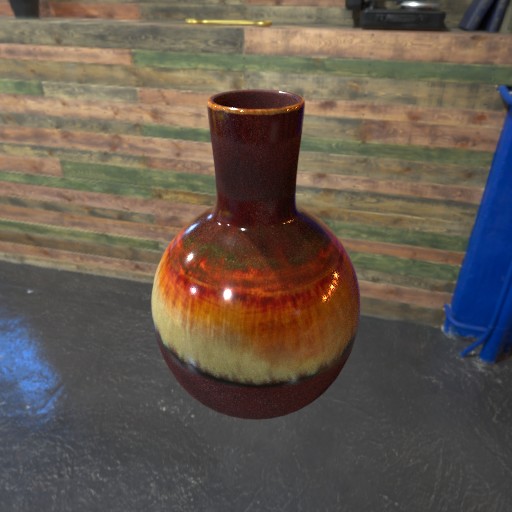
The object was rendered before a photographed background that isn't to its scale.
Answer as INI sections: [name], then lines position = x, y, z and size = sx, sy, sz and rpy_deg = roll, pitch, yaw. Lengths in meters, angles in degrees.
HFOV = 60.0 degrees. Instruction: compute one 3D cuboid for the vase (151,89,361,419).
[vase]
position = 0.000, 0.000, 0.226
size = 0.111, 0.154, 0.111
rpy_deg = 0, 31, 0
